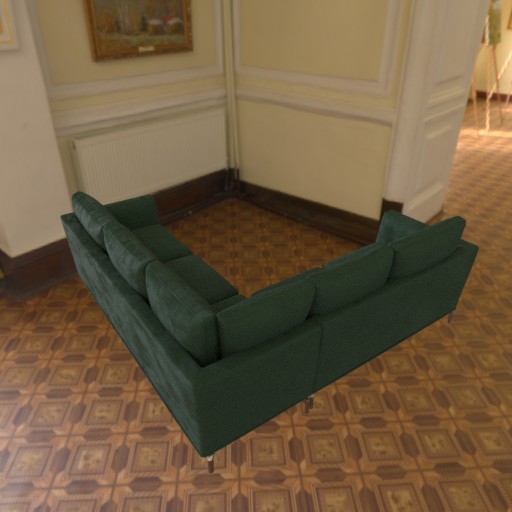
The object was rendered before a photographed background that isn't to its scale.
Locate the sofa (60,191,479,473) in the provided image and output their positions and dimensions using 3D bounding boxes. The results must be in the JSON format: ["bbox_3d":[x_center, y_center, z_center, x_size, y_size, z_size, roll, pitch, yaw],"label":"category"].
[{"bbox_3d":[0.000,0.000,3.733,2.468,1.004,2.452,-20,36,-30],"label":"sofa"}]
